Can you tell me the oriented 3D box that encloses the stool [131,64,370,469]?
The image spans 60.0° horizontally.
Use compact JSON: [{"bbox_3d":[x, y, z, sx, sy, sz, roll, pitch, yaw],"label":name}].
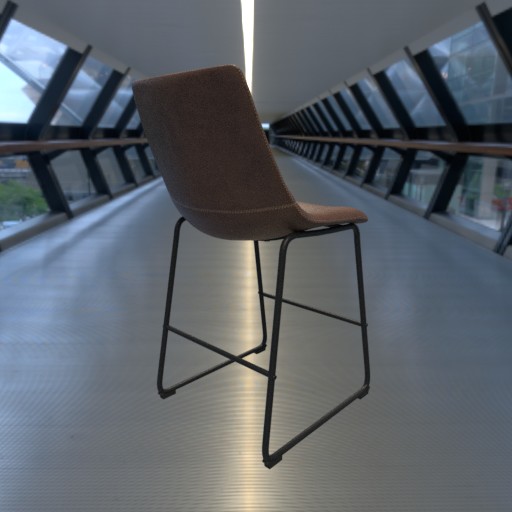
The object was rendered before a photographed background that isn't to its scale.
[{"bbox_3d":[0.000,0.000,1.225,0.460,0.890,0.550,13,19,42],"label":"stool"}]
